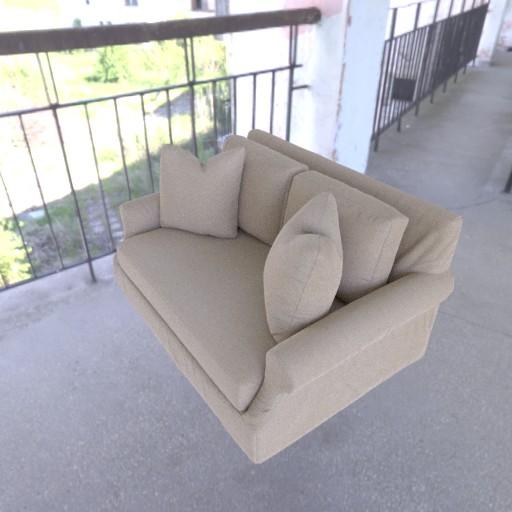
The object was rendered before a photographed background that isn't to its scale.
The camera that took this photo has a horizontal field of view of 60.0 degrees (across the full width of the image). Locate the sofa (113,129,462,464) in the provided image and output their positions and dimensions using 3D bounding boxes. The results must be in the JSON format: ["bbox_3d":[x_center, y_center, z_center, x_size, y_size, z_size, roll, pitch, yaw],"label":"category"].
[{"bbox_3d":[0.000,0.000,2.208,1.070,0.905,1.550,-21,39,-29],"label":"sofa"}]
